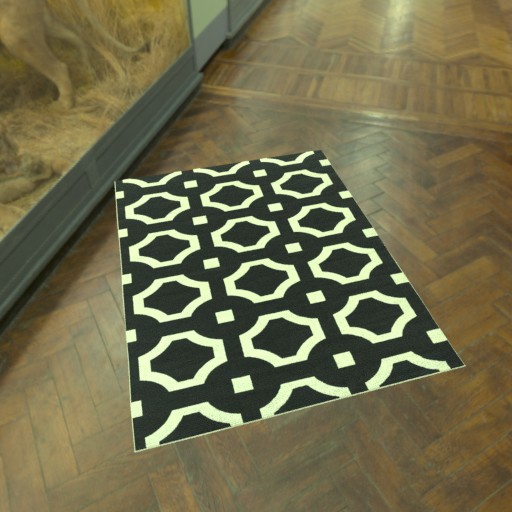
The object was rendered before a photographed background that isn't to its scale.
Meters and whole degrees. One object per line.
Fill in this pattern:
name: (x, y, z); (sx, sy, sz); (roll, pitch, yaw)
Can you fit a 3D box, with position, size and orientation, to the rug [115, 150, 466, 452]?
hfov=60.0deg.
rug: (0.000, 0.000, 4.145); (2.466, 0.021, 3.049); (-11, 47, -10)
